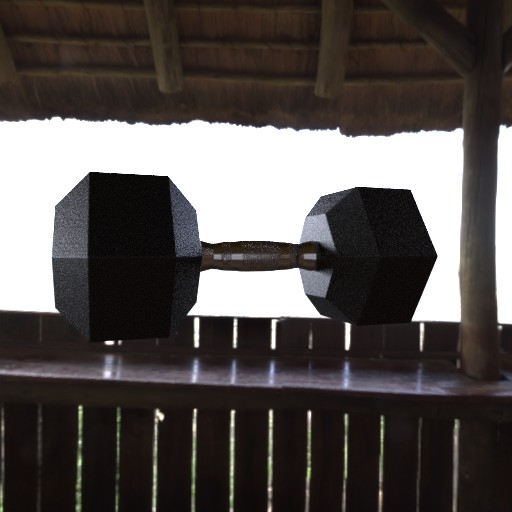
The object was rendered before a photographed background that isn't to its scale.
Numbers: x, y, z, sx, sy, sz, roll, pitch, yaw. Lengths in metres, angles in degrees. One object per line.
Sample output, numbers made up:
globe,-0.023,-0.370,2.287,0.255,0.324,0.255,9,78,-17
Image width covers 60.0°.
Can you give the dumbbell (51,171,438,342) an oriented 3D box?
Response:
dumbbell,0.000,0.000,0.440,0.361,0.137,0.157,0,0,-19
